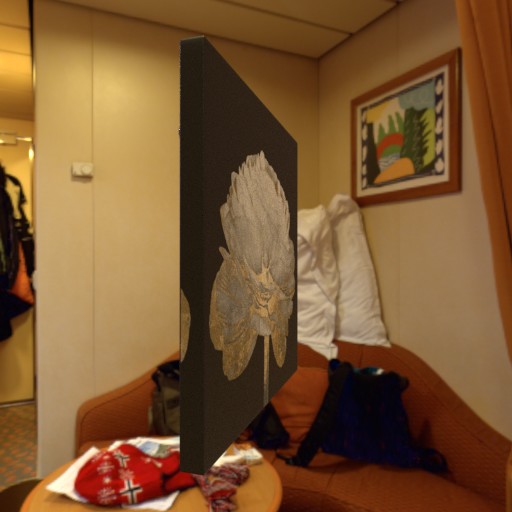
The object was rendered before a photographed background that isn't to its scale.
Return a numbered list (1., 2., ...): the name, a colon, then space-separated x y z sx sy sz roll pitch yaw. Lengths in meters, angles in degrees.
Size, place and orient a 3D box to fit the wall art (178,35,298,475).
1. wall art: 0.000 0.000 0.907 0.043 0.611 0.610 0 0 18
